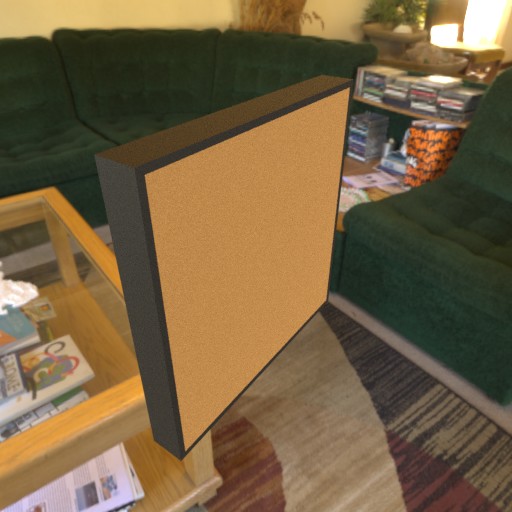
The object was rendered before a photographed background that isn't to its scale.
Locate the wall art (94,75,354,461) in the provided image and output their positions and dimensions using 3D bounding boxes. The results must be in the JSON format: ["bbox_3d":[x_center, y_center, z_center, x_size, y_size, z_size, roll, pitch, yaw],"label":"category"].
[{"bbox_3d":[0.000,0.000,0.463,0.038,0.304,0.304,22,39,29],"label":"wall art"}]
